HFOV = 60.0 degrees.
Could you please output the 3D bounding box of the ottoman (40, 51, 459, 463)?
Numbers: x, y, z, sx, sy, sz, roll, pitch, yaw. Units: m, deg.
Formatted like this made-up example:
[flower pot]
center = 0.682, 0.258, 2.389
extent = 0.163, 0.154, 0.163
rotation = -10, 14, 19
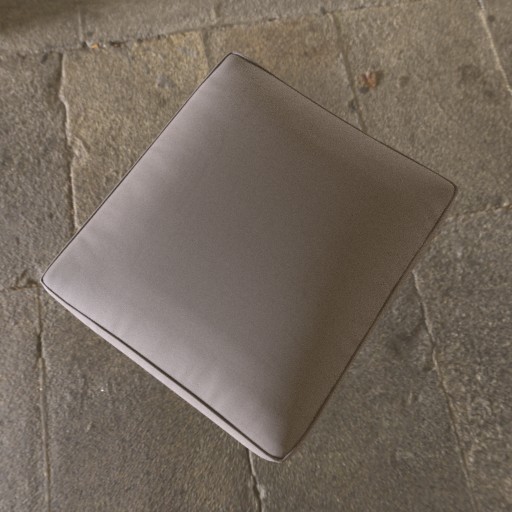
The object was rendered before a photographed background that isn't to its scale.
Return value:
[ottoman]
center = 0.000, 0.000, 1.119
extent = 0.662, 0.505, 0.721
rotation = 34, 78, 8
